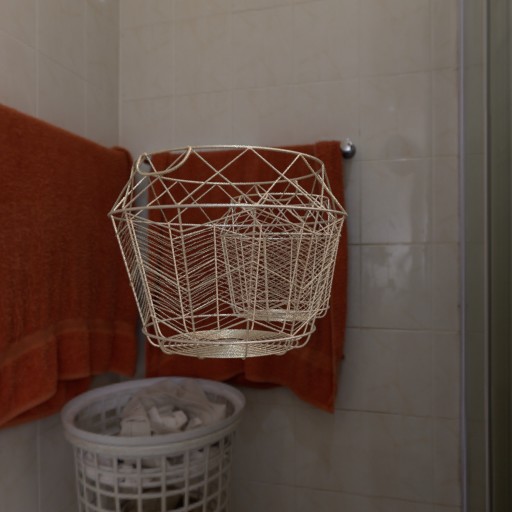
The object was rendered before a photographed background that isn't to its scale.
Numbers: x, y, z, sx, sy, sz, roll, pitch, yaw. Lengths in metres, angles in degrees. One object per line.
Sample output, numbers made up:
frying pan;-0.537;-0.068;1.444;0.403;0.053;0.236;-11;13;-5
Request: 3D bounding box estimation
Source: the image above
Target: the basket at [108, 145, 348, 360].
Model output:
basket;0.000;0.000;1.033;0.451;0.343;0.805;0;0;17
